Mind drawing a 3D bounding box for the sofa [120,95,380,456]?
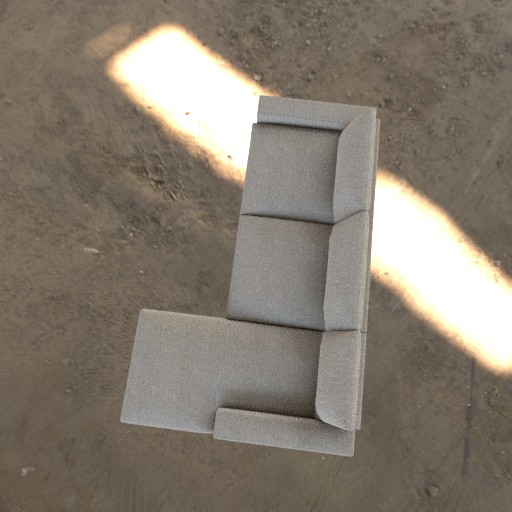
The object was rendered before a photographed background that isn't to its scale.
[{"bbox_3d":[0.000,0.000,3.487,1.689,0.813,2.718,7,77,2],"label":"sofa"}]
